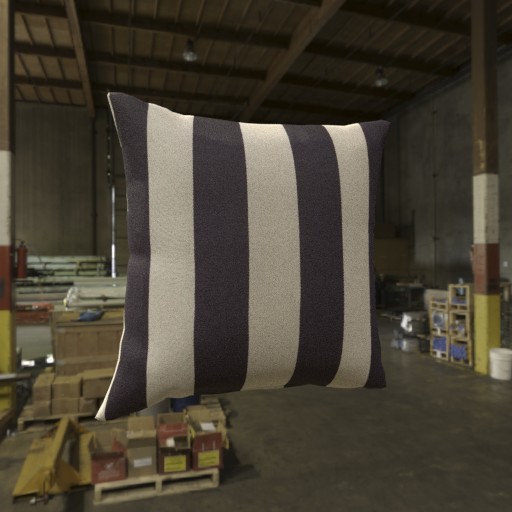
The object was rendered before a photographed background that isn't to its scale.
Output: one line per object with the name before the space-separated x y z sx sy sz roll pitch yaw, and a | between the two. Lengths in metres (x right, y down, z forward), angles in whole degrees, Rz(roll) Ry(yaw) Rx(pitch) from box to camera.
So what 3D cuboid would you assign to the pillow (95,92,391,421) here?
pillow | 0.000 0.000 0.788 0.536 0.526 0.189 0 -1 -17
